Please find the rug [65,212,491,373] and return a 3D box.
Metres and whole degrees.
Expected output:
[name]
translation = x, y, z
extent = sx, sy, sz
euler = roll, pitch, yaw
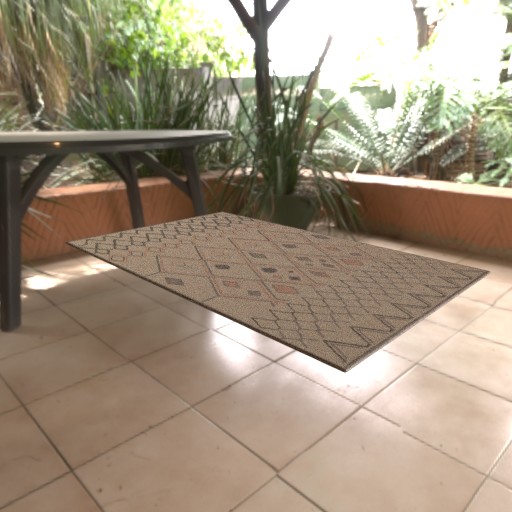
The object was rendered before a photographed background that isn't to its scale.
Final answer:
[rug]
translation = 0.000, 0.000, 2.946
extent = 2.438, 0.015, 1.524
euler = 17, 24, 42
